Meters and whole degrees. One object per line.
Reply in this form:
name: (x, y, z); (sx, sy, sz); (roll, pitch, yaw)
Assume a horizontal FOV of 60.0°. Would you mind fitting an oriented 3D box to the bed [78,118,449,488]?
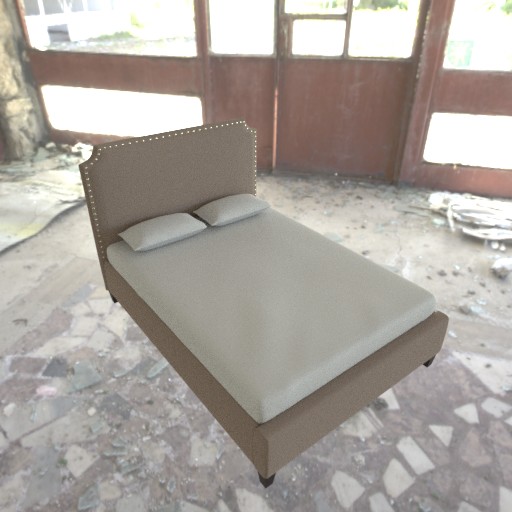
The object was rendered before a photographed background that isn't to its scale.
bed: (0.000, 0.000, 3.390); (1.713, 1.443, 2.372); (-21, 37, -31)
